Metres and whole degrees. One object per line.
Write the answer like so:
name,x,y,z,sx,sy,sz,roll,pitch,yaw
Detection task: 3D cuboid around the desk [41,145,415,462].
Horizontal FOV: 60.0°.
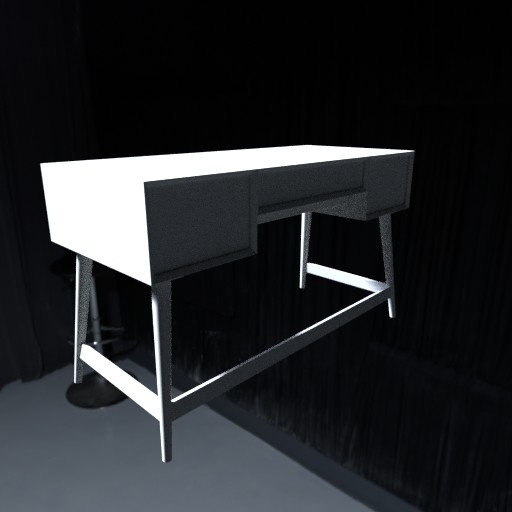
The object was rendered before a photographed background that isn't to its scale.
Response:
desk,0.000,0.000,1.728,0.589,0.762,1.313,16,23,42
